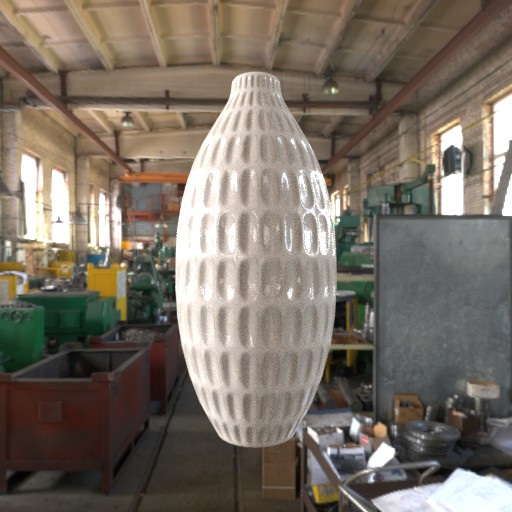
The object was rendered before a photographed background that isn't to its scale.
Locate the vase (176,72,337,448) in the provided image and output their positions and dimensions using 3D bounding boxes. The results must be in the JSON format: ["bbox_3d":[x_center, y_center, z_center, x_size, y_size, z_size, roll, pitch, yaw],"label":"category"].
[{"bbox_3d":[0.000,0.000,0.355,0.127,0.282,0.127,0,0,0],"label":"vase"}]
